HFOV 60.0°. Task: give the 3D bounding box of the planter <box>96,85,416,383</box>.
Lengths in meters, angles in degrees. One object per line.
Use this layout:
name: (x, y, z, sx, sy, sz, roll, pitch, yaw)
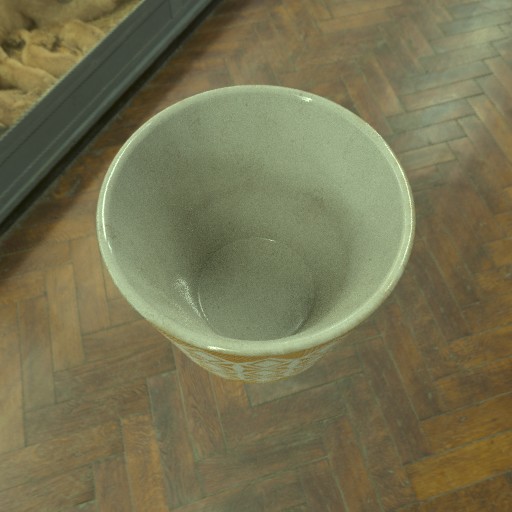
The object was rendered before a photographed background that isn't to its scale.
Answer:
planter: (0.000, 0.000, 0.223, 0.126, 0.104, 0.126, 0, 63, 0)
